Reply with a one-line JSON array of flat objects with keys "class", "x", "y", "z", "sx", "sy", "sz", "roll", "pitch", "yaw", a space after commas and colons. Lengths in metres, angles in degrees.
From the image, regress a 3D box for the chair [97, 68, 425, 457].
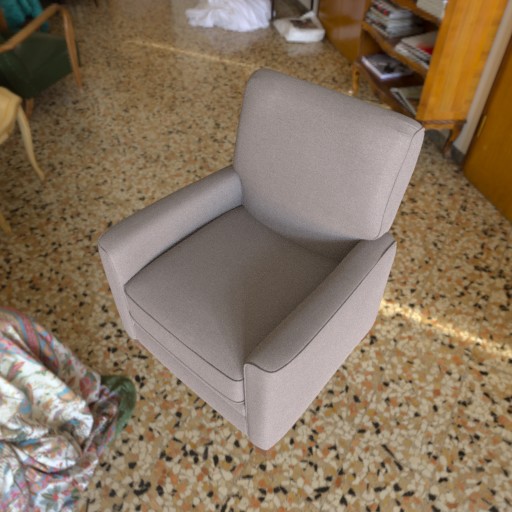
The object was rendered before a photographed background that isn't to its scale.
[{"class": "chair", "x": 0.000, "y": 0.000, "z": 1.638, "sx": 0.845, "sy": 1.023, "sz": 0.859, "roll": 31, "pitch": 53, "yaw": 28}]
